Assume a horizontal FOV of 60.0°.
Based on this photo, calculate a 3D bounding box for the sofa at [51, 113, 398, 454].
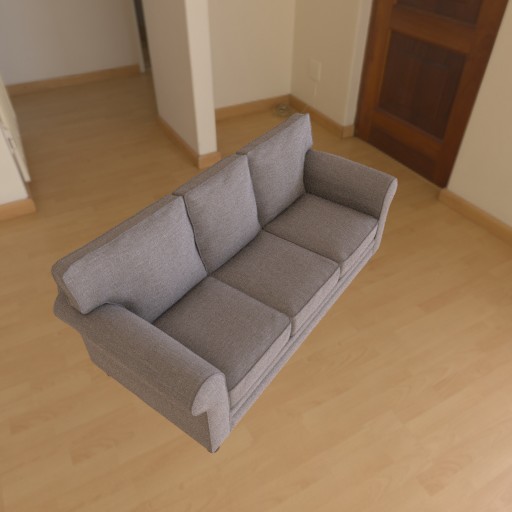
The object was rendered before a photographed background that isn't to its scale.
[{"bbox_3d":[0.000,0.000,2.635,0.916,0.961,2.084,25,47,26],"label":"sofa"}]
